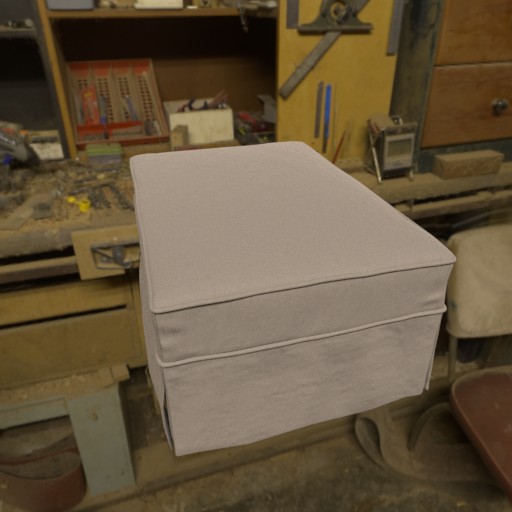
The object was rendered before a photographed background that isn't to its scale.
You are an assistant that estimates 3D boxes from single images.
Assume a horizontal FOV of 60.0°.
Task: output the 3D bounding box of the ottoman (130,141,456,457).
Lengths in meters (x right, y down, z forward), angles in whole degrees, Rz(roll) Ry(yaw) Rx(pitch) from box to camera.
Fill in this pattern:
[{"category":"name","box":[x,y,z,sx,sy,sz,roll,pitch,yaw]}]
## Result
[{"category":"ottoman","box":[0.000,0.000,1.318,0.703,0.479,0.944,-9,31,-14]}]
